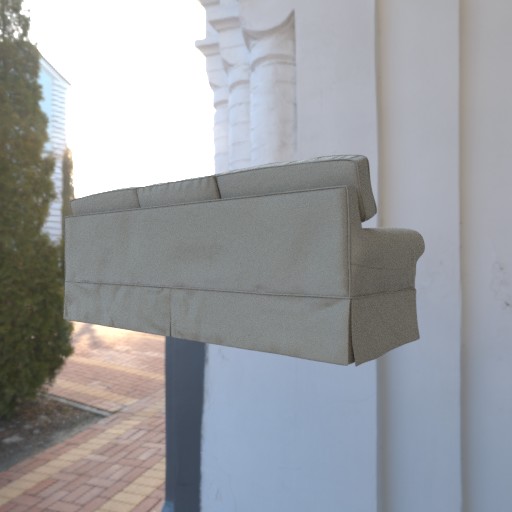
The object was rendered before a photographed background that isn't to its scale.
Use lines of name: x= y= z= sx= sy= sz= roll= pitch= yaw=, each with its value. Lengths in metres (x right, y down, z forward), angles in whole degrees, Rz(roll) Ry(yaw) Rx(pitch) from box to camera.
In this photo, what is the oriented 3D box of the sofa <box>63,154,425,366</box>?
sofa: x=0.000 y=0.000 z=3.311 sx=2.475 sy=0.978 sz=1.733 roll=0 pitch=0 yaw=38
